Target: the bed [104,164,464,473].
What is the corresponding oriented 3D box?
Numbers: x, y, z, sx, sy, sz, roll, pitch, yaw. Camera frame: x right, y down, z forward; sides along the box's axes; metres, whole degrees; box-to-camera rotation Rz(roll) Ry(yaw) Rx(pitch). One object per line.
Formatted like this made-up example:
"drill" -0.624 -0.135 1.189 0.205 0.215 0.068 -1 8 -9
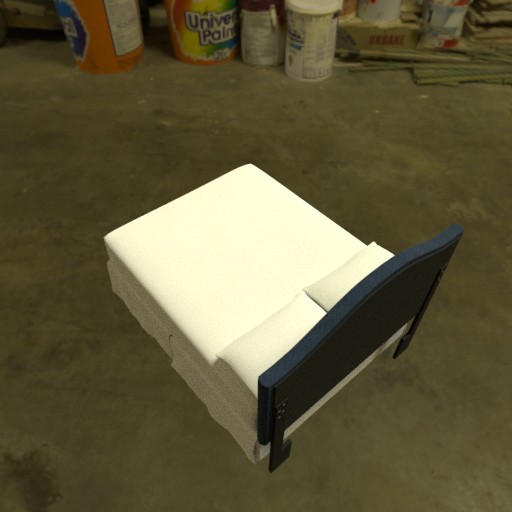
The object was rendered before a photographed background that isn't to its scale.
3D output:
"bed" 0.000 0.000 3.354 1.713 1.518 2.153 -32 55 -26
